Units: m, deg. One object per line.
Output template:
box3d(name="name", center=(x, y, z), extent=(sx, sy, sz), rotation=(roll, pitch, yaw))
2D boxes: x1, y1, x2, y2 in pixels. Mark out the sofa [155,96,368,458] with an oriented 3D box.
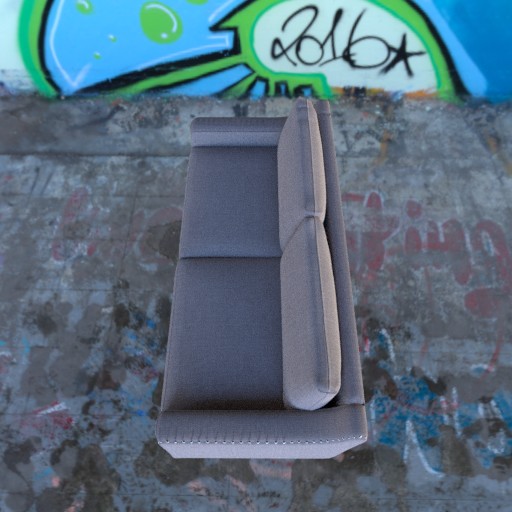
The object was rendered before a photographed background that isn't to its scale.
box3d(name="sofa", center=(0.000, 0.000, 2.739), extent=(1.000, 0.857, 2.208), rotation=(0, 59, 0))
